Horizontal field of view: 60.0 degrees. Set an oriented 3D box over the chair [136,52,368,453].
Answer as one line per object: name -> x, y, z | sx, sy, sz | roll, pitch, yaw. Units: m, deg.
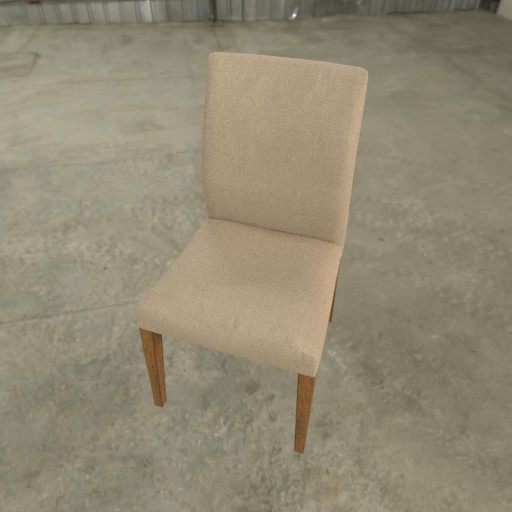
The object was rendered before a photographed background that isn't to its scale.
chair -> 0.000, 0.000, 1.278 | 0.496, 0.940, 0.585 | 13, 43, 14
